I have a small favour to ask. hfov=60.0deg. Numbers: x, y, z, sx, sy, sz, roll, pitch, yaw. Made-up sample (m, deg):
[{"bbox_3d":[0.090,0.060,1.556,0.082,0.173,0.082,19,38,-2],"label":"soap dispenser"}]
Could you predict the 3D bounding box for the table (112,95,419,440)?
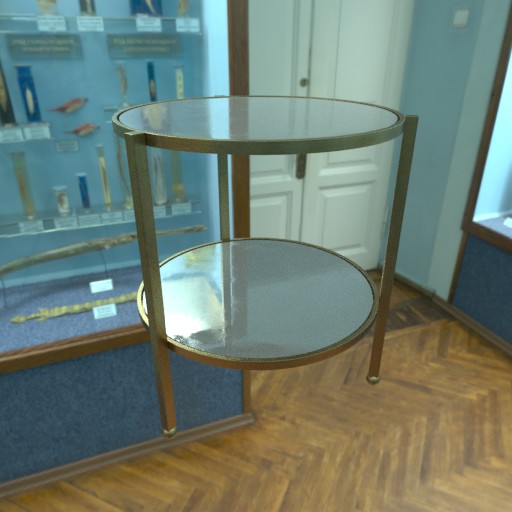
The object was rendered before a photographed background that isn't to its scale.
[{"bbox_3d":[0.000,0.000,0.428,0.231,0.269,0.243,-9,27,-17],"label":"table"}]
